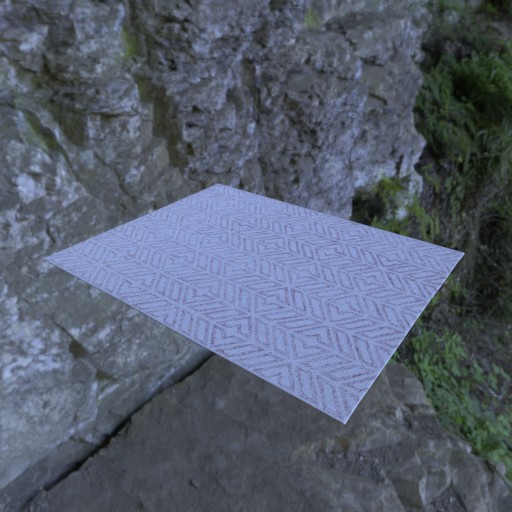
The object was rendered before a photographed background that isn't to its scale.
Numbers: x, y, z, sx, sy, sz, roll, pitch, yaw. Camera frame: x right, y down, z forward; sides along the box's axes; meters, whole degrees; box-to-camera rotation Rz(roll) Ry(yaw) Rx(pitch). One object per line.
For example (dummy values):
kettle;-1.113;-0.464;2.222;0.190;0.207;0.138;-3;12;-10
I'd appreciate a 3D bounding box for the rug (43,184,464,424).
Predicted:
rug;0.000;0.000;4.086;3.045;0.008;2.421;20;36;31
